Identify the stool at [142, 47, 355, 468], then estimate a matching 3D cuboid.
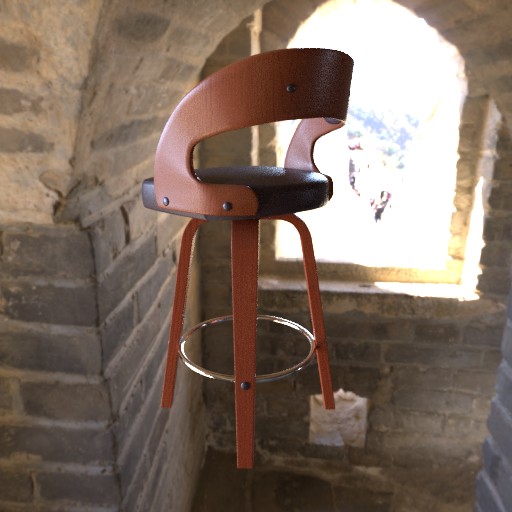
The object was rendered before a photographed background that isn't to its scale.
[{"bbox_3d":[0.000,0.000,1.156,0.457,0.940,0.457,-15,22,-42],"label":"stool"}]
